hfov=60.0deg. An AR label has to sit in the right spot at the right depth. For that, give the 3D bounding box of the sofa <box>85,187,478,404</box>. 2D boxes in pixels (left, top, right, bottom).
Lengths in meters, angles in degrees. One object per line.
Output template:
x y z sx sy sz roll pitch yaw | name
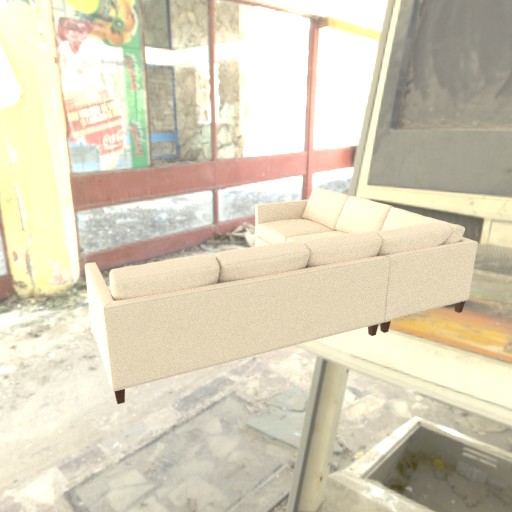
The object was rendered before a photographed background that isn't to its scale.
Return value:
0.000 0.000 4.314 3.182 0.863 2.432 -9 19 -25 | sofa
